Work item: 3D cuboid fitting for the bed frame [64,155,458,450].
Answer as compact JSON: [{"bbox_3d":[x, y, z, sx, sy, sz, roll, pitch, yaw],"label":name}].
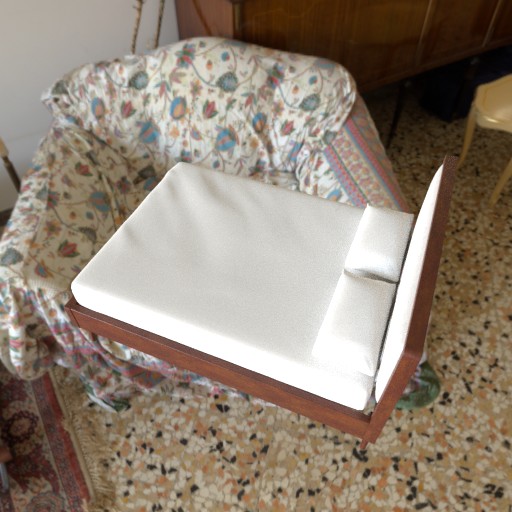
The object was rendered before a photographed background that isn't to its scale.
[{"bbox_3d":[0.000,0.000,3.102,2.171,1.279,1.587,17,50,15],"label":"bed frame"}]
